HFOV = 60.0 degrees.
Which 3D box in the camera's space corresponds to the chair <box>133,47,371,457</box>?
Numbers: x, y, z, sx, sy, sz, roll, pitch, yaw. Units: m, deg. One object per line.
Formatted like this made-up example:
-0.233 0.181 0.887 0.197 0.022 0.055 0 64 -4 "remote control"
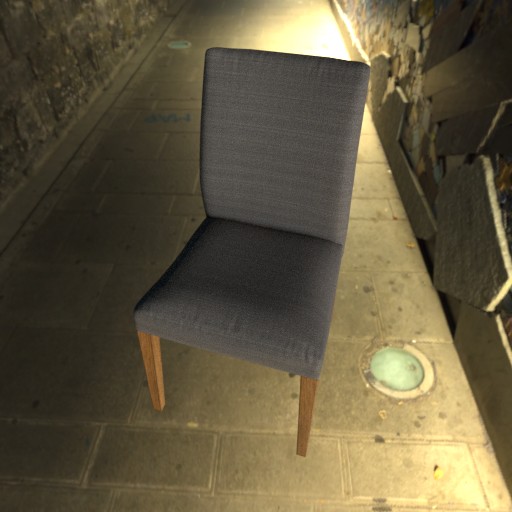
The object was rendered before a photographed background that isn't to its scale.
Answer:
0.000 0.000 1.250 0.496 0.940 0.585 12 43 13 "chair"
